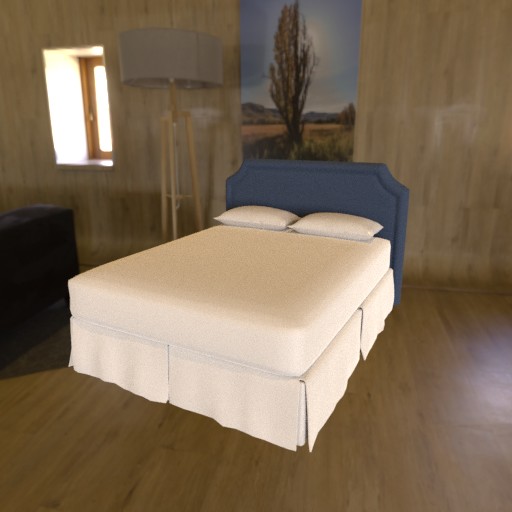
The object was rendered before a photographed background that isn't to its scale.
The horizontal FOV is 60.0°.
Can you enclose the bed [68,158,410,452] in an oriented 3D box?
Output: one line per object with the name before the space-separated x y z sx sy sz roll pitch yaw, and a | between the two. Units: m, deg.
bed | 0.000 0.000 3.384 1.831 1.297 2.260 8 18 27
